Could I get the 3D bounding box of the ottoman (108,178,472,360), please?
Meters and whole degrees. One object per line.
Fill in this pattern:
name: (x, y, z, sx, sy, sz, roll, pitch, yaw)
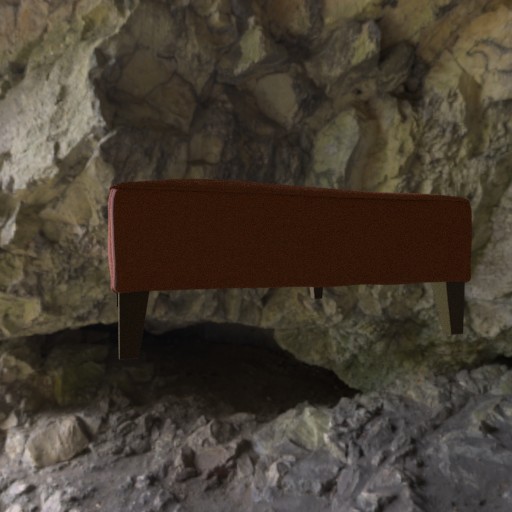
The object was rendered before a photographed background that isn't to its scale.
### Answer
ottoman: (0.000, 0.000, 1.580, 0.997, 0.438, 0.999, 0, 1, -18)
